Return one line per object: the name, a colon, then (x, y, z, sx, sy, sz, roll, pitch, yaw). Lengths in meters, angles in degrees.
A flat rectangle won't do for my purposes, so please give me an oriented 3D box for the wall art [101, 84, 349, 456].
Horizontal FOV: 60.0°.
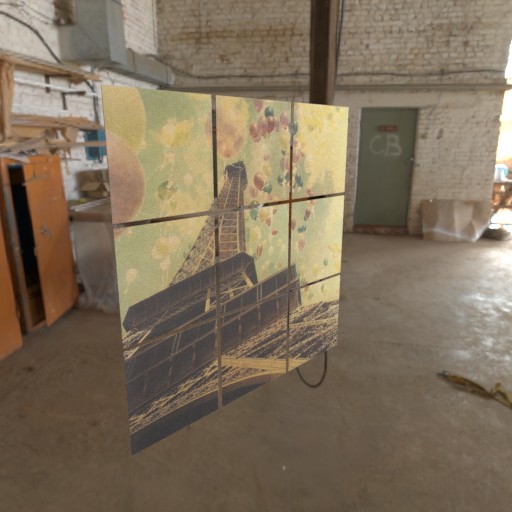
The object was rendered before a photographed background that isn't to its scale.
wall art: (0.000, 0.000, 2.243, 1.517, 1.505, 0.002, -14, 20, -43)
